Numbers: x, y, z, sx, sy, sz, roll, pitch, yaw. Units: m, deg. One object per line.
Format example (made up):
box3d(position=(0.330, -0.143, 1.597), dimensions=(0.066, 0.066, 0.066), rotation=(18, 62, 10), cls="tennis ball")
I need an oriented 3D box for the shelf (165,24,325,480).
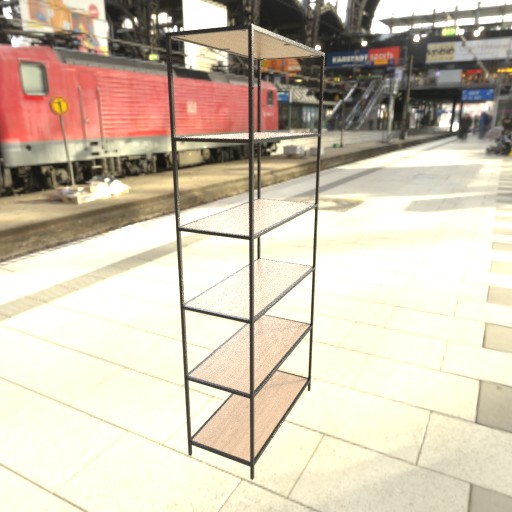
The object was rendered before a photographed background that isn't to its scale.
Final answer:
box3d(position=(0.000, 0.000, 2.125), dimensions=(0.350, 1.850, 0.770), rotation=(8, 19, 25), cls="shelf")
